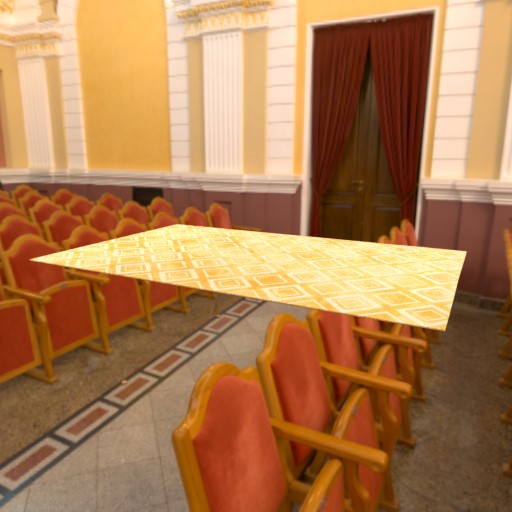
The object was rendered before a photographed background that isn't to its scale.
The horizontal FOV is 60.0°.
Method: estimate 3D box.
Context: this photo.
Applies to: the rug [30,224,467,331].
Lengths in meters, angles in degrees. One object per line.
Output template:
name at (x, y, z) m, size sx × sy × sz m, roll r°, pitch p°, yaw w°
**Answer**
rug at (0.000, 0.000, 2.889) m, size 2.424 × 0.010 × 1.511 m, roll 7°, pitch 15°, yaw 27°
